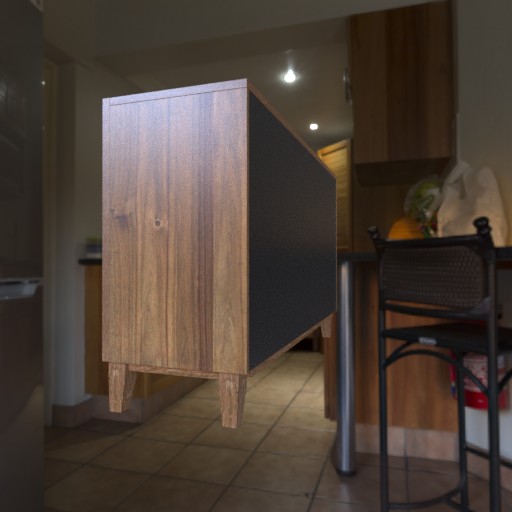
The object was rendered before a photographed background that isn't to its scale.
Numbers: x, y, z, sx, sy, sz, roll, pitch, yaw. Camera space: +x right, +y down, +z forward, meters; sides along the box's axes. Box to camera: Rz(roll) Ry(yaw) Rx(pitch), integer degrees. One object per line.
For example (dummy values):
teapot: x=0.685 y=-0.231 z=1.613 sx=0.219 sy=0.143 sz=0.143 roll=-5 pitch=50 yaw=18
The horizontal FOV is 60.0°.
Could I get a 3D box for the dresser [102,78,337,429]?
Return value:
dresser: x=0.000 y=0.000 z=1.825 sx=0.446 sy=0.873 sz=1.400 roll=0 pitch=0 yaw=19
